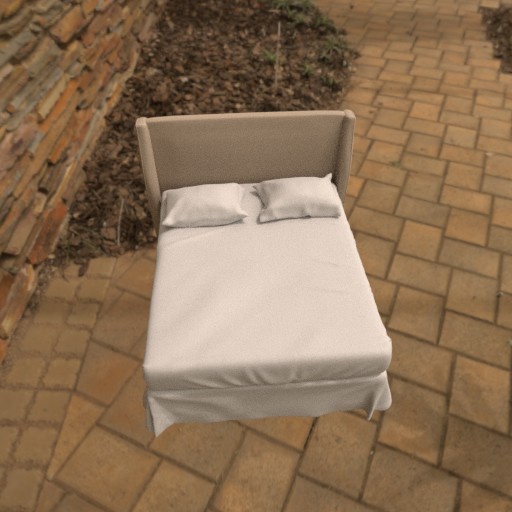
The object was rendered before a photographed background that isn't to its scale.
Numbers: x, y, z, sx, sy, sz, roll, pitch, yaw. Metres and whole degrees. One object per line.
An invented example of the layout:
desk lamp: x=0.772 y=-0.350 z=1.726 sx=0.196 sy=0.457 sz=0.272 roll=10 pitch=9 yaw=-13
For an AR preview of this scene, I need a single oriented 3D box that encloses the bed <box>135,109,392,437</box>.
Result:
bed: x=0.000 y=0.000 z=3.562 sx=1.925 sy=1.332 sz=2.276 roll=-3 pitch=45 yaw=-3
